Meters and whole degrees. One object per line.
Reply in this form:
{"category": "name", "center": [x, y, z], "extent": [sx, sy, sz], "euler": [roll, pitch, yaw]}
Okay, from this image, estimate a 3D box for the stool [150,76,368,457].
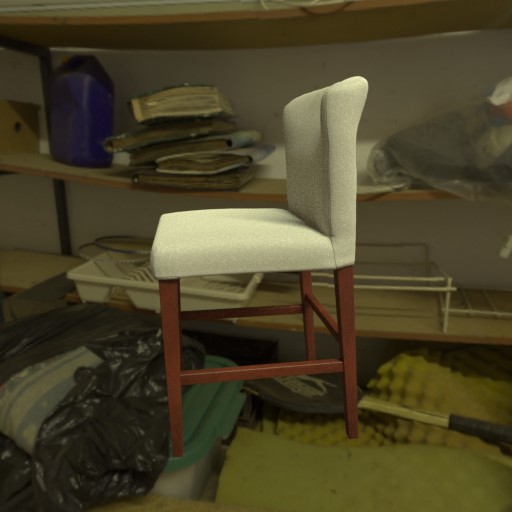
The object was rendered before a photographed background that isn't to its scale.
{"category": "stool", "center": [0.000, 0.000, 1.291], "extent": [0.568, 0.968, 0.479], "euler": [-2, 15, -9]}
